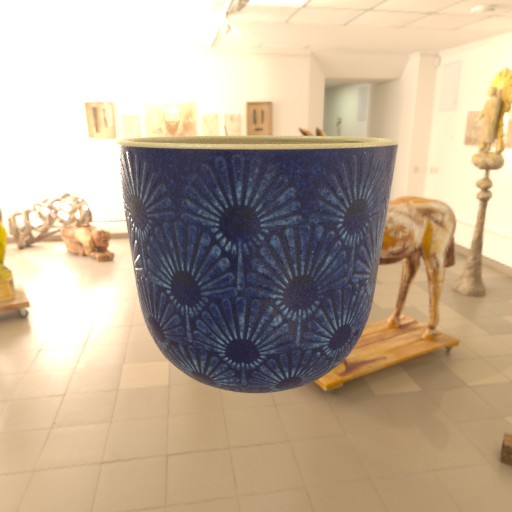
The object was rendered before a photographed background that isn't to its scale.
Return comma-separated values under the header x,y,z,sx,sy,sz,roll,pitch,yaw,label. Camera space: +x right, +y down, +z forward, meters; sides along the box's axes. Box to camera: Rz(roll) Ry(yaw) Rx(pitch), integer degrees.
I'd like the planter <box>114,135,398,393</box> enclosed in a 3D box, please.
x,y,z,sx,sy,sz,roll,pitch,yaw,label
0.000,0.000,0.298,0.170,0.153,0.170,0,17,0,planter
